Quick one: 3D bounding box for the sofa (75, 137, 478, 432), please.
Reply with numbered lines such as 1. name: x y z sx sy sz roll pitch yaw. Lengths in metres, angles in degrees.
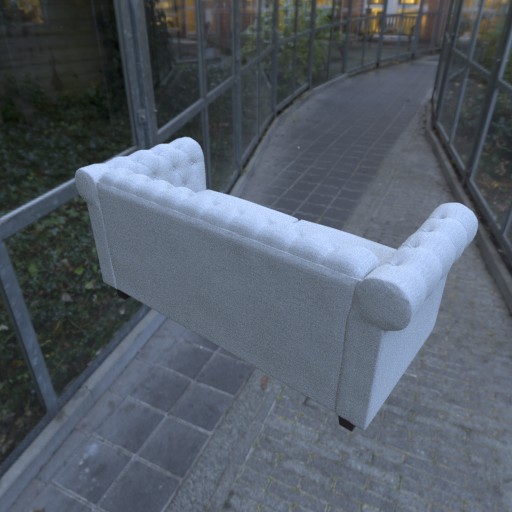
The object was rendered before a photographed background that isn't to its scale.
1. sofa: 0.000 0.000 2.235 1.798 0.797 0.783 22 37 32
